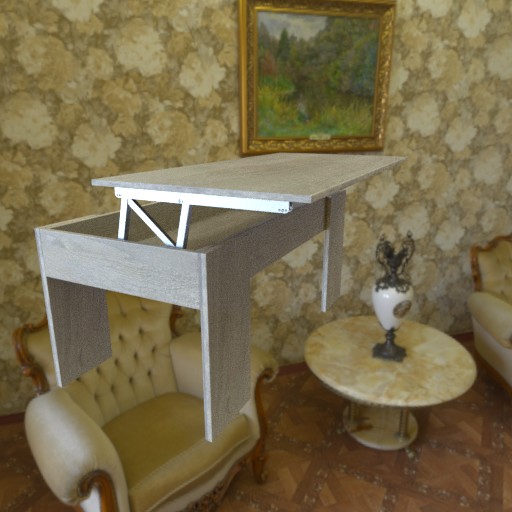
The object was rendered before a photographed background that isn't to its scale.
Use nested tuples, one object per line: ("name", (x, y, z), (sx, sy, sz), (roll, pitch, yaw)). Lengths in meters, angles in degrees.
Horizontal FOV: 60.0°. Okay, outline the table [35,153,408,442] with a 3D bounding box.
("table", (0.000, 0.000, 1.392), (0.711, 0.570, 1.000), (8, 19, 26))
